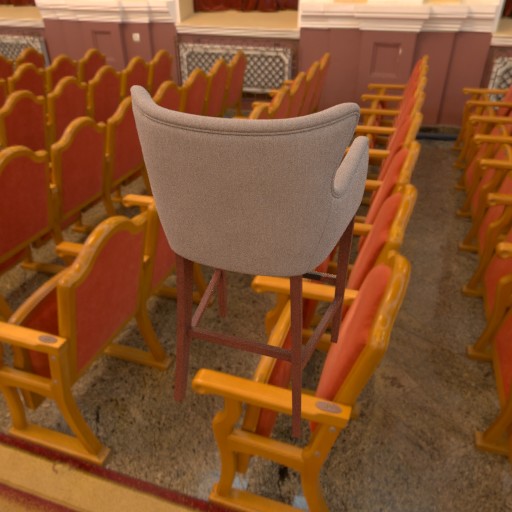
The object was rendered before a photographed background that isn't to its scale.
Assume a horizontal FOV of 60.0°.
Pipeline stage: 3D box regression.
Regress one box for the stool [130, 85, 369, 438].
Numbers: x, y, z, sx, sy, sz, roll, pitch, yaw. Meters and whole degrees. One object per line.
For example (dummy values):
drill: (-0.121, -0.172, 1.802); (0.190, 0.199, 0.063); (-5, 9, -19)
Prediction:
stool: (0.000, 0.000, 1.404); (0.575, 1.047, 0.575); (11, 34, 16)
